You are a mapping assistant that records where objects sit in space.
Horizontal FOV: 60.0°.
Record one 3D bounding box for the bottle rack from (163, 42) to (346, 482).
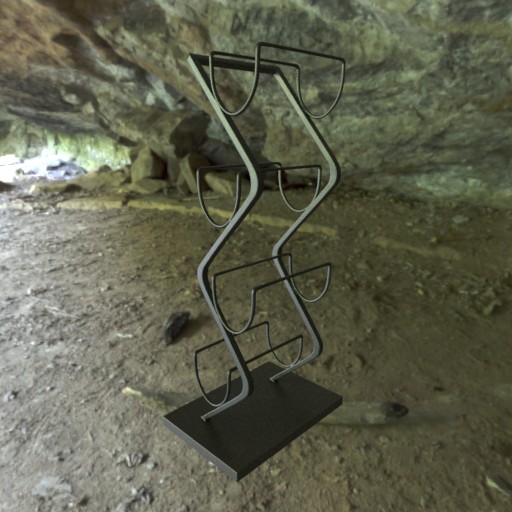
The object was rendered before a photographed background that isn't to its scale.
[{"bbox_3d":[0.000,0.000,0.677,0.178,0.559,0.254,15,22,43],"label":"bottle rack"}]
